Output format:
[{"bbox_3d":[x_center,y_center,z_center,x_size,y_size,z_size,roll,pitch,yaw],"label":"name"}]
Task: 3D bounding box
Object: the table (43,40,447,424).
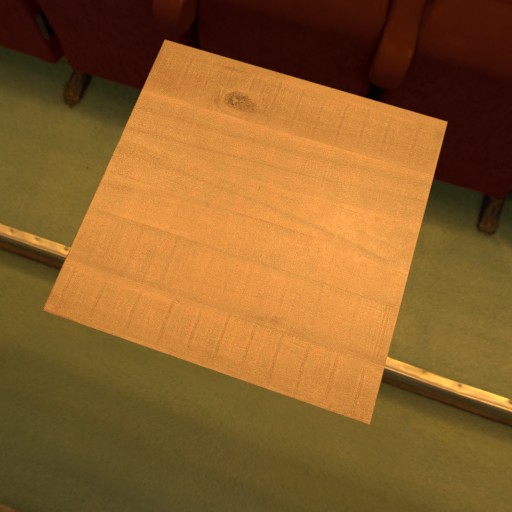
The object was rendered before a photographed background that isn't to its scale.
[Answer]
[{"bbox_3d":[0.000,0.000,0.988,0.507,0.589,0.503,18,77,4],"label":"table"}]
